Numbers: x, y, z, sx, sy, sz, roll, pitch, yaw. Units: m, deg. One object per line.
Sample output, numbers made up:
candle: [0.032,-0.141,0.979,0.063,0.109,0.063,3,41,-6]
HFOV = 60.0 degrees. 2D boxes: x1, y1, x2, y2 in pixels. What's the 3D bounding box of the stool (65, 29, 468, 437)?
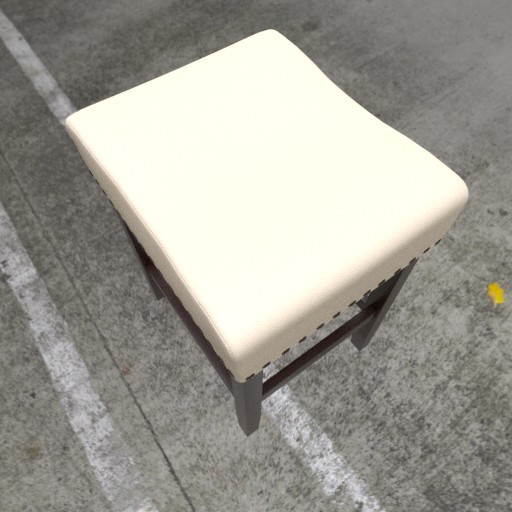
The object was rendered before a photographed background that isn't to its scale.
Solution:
stool: [0.000,0.000,0.887,0.401,0.609,0.471,-32,64,-18]
